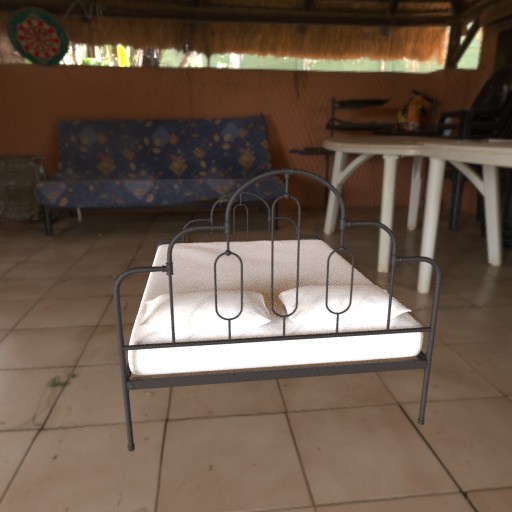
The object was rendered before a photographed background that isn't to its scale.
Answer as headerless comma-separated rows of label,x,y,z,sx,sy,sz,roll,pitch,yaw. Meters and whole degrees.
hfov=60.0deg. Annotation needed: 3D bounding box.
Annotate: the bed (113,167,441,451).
bed,0.000,0.000,3.222,1.640,1.429,2.163,-2,16,-7
